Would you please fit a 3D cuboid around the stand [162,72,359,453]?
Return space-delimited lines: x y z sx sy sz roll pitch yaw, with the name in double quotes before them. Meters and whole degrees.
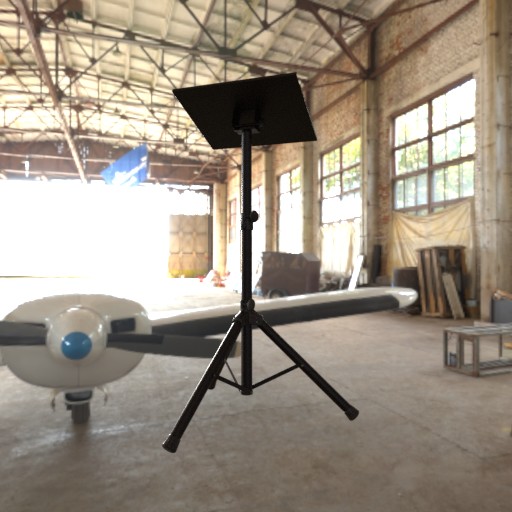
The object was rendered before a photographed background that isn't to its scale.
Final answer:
"stand" 0.000 0.000 1.603 0.702 1.198 0.702 0 -1 19
